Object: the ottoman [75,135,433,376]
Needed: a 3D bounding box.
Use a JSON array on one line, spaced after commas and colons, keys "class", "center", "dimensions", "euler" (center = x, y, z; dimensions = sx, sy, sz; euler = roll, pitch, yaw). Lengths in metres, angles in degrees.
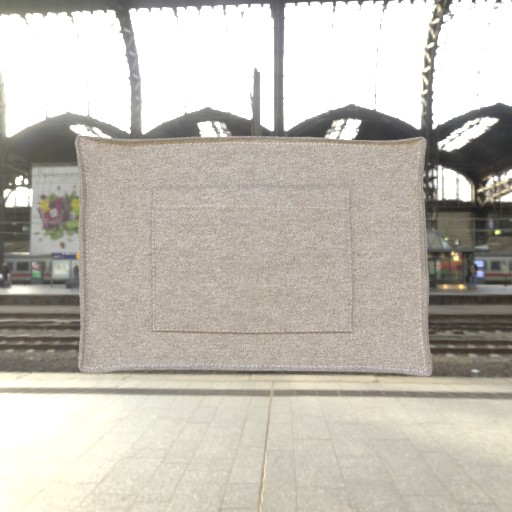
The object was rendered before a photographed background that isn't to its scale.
[{"class": "ottoman", "center": [0.000, 0.000, 1.160], "dimensions": [0.707, 0.470, 0.696], "euler": [0, -2, 1]}]
